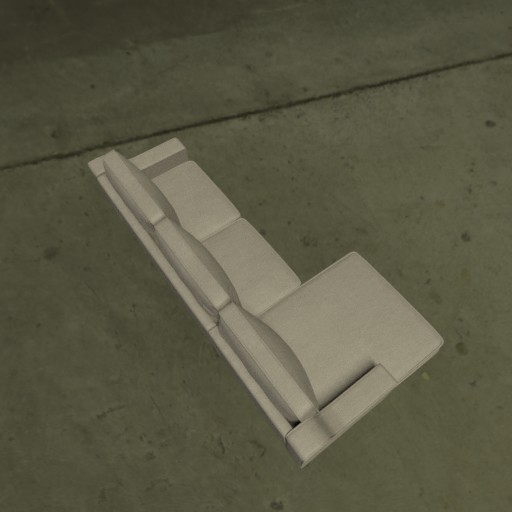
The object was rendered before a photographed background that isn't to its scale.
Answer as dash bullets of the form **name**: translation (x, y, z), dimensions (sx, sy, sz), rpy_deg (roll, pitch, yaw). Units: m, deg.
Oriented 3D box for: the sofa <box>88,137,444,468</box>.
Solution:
- **sofa**: translation (0.000, 0.000, 3.238), dimensions (1.294, 0.928, 2.561), rpy_deg (-32, 64, -18)
